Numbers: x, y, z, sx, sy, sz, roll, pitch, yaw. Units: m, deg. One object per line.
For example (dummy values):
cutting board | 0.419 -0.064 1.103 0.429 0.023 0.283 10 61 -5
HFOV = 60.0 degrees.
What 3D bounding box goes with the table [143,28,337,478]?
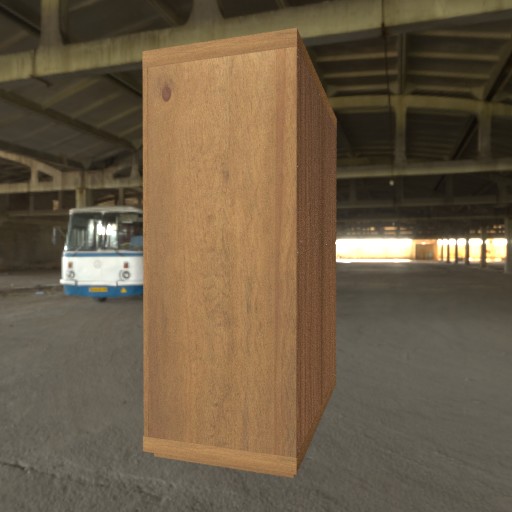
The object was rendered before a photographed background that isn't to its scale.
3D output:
table | 0.000 0.000 1.760 0.524 1.294 0.901 0 1 17
